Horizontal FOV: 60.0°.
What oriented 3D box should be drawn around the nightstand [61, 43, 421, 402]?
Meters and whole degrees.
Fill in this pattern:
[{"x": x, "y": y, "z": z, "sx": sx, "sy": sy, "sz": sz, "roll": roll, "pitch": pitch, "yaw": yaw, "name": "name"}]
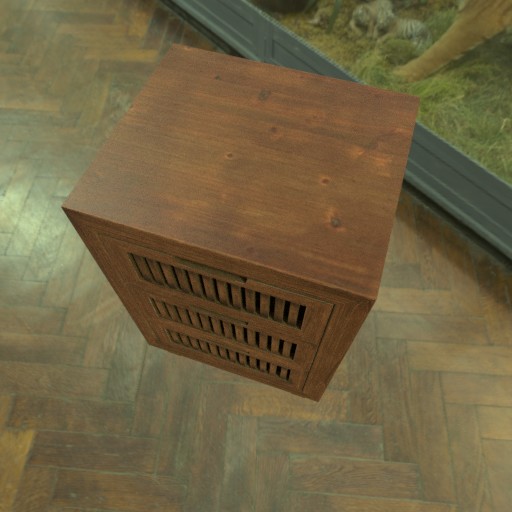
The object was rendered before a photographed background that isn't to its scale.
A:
[{"x": 0.000, "y": 0.000, "z": 1.005, "sx": 0.465, "sy": 0.695, "sz": 0.410, "roll": 16, "pitch": 61, "yaw": 9, "name": "nightstand"}]
